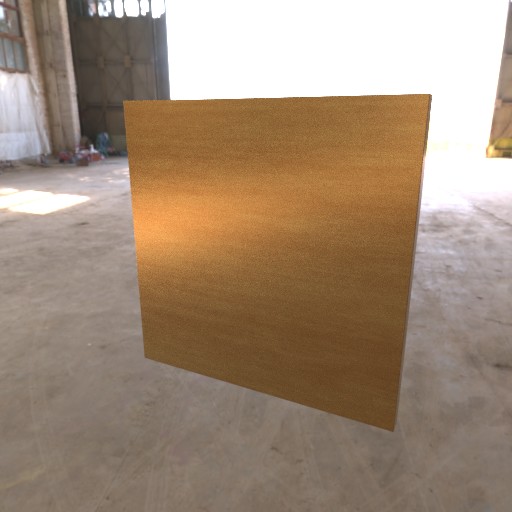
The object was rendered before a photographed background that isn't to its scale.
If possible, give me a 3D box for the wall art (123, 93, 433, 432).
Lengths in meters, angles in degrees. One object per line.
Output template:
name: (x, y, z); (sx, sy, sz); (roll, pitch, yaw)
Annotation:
wall art: (0.000, 0.000, 0.450); (0.302, 0.302, 0.019); (9, 19, 26)
